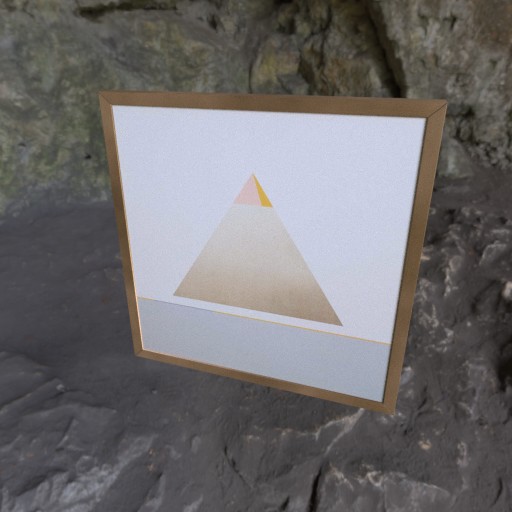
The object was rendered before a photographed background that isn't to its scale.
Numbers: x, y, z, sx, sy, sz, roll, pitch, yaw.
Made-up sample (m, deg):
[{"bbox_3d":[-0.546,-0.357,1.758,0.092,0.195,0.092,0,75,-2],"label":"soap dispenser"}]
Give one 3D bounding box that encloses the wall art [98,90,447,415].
[{"bbox_3d":[0.000,0.000,0.746,0.513,0.511,0.038,8,26,17],"label":"wall art"}]
